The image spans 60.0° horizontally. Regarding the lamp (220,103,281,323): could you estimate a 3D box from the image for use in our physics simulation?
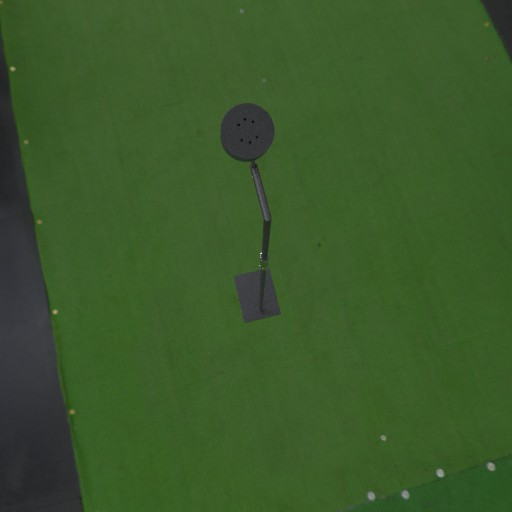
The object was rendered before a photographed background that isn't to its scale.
[{"bbox_3d":[0.000,0.000,1.677,0.203,1.600,0.304,-13,76,-3],"label":"lamp"}]
